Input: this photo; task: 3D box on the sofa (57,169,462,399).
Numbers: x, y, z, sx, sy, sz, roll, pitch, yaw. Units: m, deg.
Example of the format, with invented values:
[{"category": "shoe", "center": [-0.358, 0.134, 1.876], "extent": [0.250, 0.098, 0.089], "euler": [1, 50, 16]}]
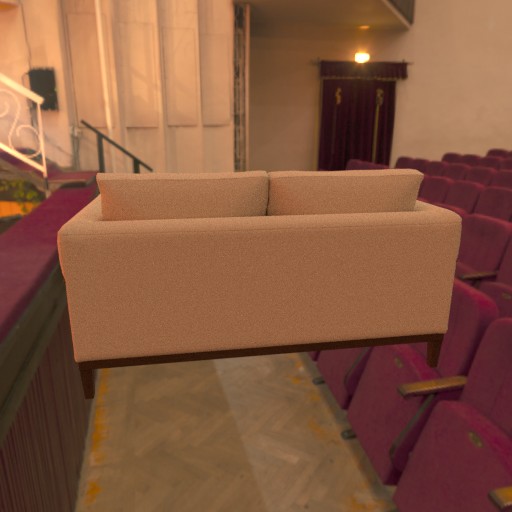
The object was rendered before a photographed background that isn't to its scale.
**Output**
[{"category": "sofa", "center": [0.000, 0.000, 2.171], "extent": [1.598, 0.873, 0.905], "euler": [-3, 16, -9]}]
